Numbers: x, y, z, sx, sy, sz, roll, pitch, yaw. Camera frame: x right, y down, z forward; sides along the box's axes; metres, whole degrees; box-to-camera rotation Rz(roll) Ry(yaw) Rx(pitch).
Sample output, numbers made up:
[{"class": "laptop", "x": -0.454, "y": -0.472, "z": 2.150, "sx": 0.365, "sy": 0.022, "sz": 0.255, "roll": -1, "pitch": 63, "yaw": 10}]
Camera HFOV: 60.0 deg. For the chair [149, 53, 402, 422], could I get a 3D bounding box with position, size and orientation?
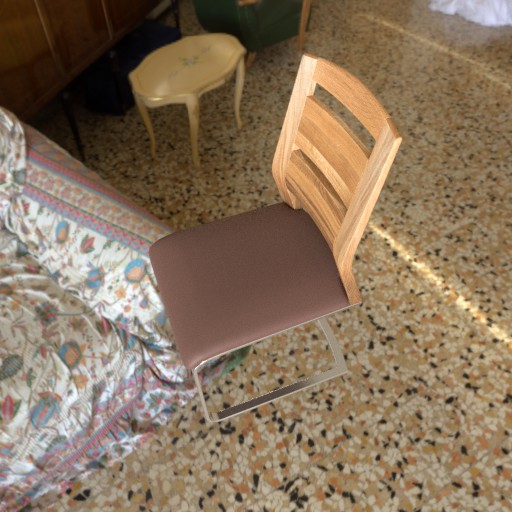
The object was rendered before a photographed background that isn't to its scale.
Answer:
[{"class": "chair", "x": 0.000, "y": 0.000, "z": 1.279, "sx": 0.570, "sy": 0.970, "sz": 0.460, "roll": -16, "pitch": 49, "yaw": -14}]
